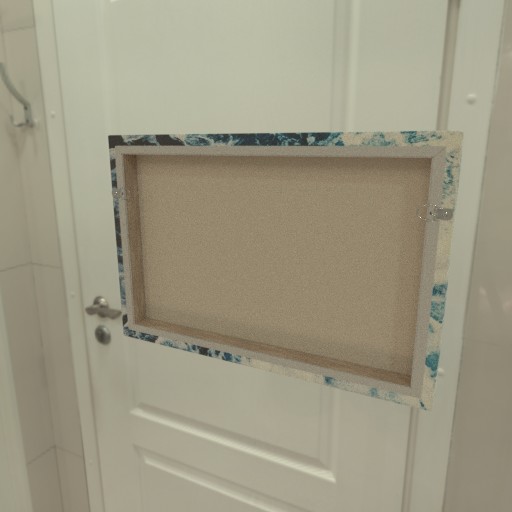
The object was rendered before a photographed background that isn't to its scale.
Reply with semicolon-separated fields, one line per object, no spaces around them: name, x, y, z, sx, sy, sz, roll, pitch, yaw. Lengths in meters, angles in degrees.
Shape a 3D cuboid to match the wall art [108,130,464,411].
wall art;0.000;0.000;0.763;0.609;0.407;0.043;7;16;26
